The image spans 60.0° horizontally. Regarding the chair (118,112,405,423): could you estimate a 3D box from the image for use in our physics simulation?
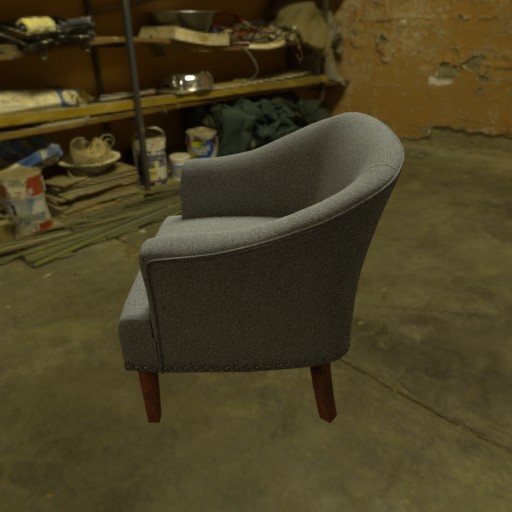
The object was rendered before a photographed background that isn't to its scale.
[{"bbox_3d":[0.000,0.000,1.389,0.704,0.815,0.798,0,27,0],"label":"chair"}]
